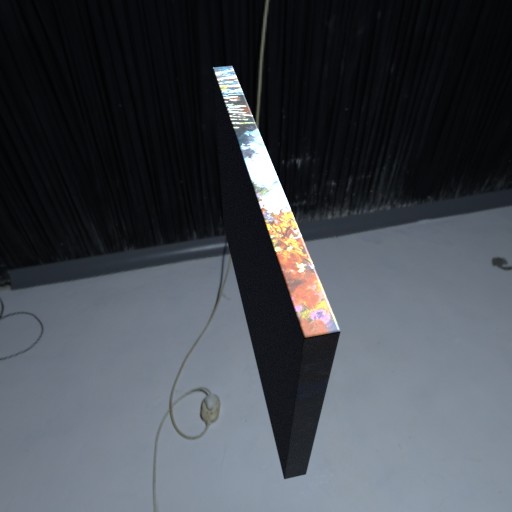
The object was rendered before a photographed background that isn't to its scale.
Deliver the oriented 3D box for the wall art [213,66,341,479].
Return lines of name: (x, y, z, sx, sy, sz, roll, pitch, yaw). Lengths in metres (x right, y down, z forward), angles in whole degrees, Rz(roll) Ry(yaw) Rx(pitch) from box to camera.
wall art: (0.000, 0.000, 0.774, 0.037, 0.406, 0.610, -9, 47, -8)
